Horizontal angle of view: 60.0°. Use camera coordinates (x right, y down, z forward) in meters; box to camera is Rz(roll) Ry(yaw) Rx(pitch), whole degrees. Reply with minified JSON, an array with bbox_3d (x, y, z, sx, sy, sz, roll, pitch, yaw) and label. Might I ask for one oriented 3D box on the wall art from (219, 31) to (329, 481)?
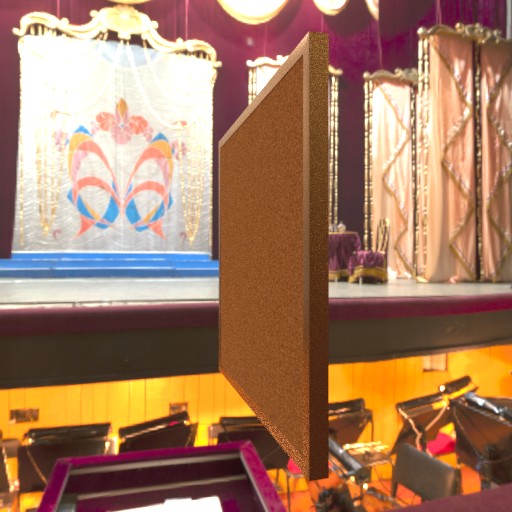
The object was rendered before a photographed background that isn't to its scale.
[{"bbox_3d":[0.000,0.000,1.126,0.036,0.765,0.767,0,0,-16],"label":"wall art"}]
